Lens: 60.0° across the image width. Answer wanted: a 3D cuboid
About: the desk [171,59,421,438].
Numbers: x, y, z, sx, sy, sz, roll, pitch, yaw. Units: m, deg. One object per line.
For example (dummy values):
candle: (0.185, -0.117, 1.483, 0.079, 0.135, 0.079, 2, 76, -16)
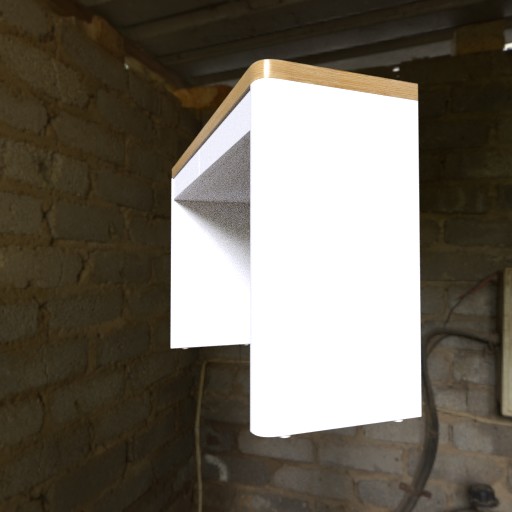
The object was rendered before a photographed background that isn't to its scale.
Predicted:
desk: (0.000, 0.000, 1.453, 0.390, 0.760, 1.100, 1, -2, -20)
